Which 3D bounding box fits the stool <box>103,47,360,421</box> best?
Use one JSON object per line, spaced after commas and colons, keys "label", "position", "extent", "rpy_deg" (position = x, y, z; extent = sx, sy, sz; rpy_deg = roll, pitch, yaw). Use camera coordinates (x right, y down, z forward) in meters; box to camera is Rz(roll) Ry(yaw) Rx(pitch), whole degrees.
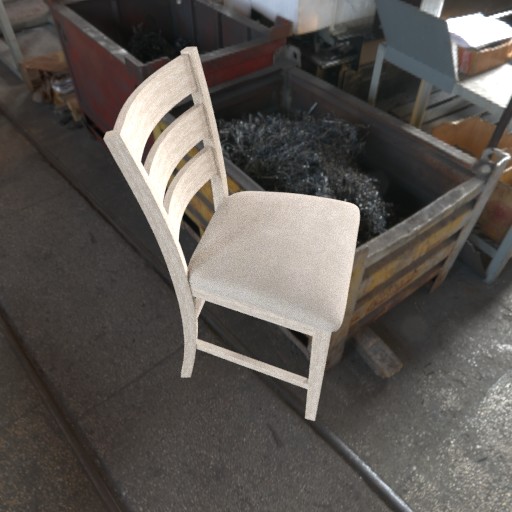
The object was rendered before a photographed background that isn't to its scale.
{"label": "stool", "position": [0.000, 0.000, 1.343], "extent": [0.569, 1.032, 0.484], "rpy_deg": [11, 48, 10]}
